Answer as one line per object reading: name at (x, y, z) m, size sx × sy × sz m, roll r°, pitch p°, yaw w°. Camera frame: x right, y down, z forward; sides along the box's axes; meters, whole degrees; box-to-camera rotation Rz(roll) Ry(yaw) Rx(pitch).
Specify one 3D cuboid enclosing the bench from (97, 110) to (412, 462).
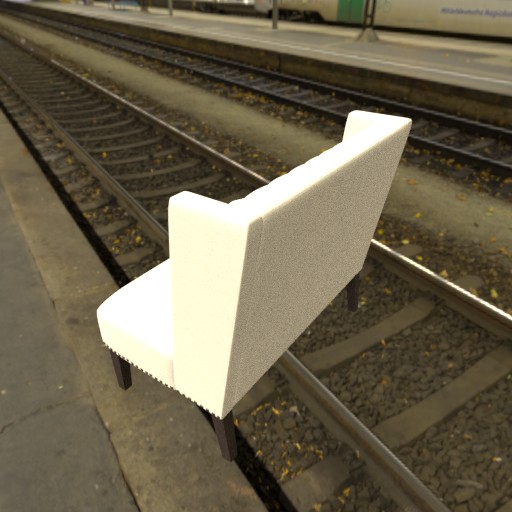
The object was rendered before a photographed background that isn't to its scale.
bench at (0.000, 0.000, 2.060) m, size 0.847 × 1.123 × 1.280 m, roll 20°, pitch 37°, yaw 30°
